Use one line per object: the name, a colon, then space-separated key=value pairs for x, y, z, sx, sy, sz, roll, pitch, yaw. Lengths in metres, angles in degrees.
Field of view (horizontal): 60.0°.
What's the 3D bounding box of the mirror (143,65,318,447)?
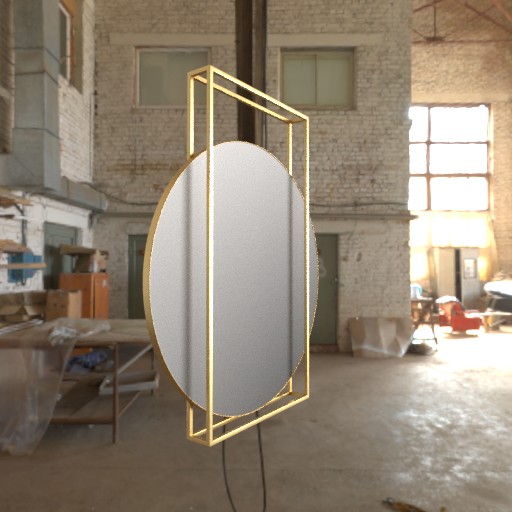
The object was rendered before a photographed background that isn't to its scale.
mirror: x=0.000 y=0.000 z=0.840 sx=0.051 sy=0.603 sz=0.508 roll=-1 pitch=-1 yaw=36
